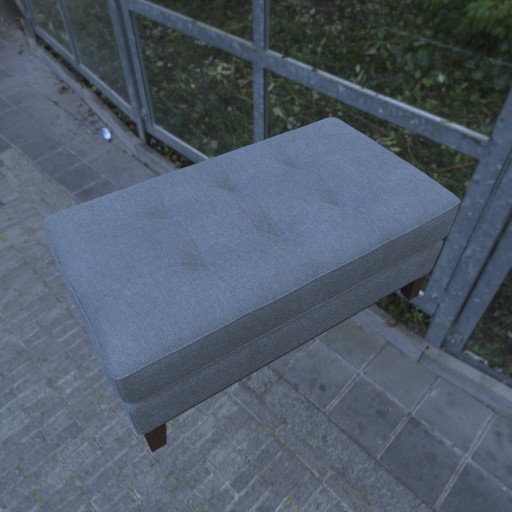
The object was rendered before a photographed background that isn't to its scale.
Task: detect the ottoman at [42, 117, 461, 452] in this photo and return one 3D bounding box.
[{"bbox_3d":[0.000,0.000,1.479,1.143,0.514,0.648,-25,51,-22],"label":"ottoman"}]
